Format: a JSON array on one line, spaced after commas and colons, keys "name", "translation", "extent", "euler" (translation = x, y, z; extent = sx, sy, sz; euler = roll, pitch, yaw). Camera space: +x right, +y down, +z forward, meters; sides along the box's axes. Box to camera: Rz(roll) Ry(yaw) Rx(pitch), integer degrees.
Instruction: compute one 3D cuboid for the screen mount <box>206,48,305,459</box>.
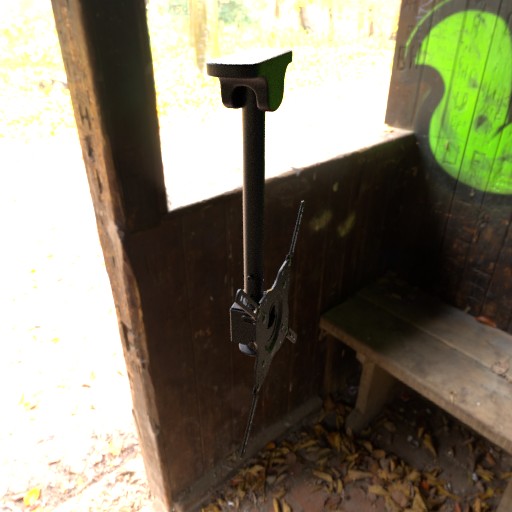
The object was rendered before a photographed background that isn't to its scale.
[{"name": "screen mount", "translation": [0.000, 0.000, 0.877], "extent": [0.090, 0.729, 0.393], "euler": [11, 33, 18]}]
